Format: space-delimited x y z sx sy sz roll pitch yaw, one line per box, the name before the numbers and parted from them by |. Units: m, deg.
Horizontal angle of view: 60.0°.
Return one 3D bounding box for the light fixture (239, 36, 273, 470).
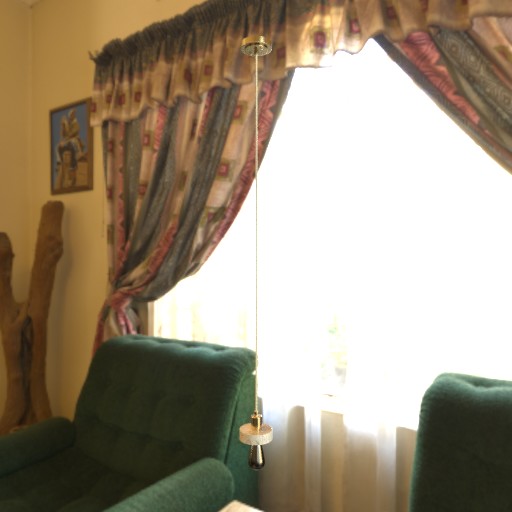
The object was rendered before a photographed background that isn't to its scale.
light fixture | 0.000 0.000 1.737 0.129 1.669 0.129 0 0 17
